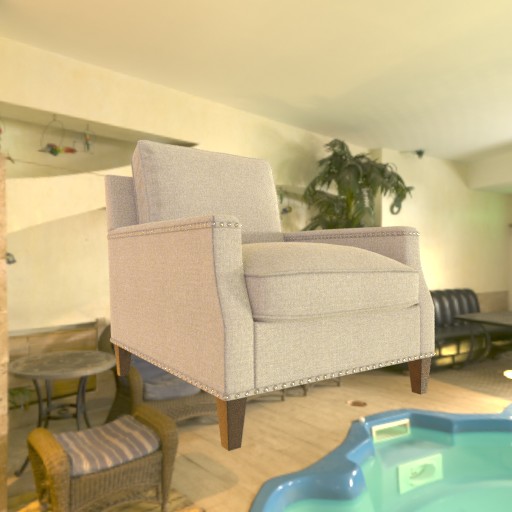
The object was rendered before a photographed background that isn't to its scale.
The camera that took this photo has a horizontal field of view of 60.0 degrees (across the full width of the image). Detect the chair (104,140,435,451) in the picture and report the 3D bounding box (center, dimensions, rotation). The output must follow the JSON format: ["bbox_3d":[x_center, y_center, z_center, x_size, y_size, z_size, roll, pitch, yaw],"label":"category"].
[{"bbox_3d":[0.000,0.000,1.674,0.853,0.943,1.014,0,0,-35],"label":"chair"}]
